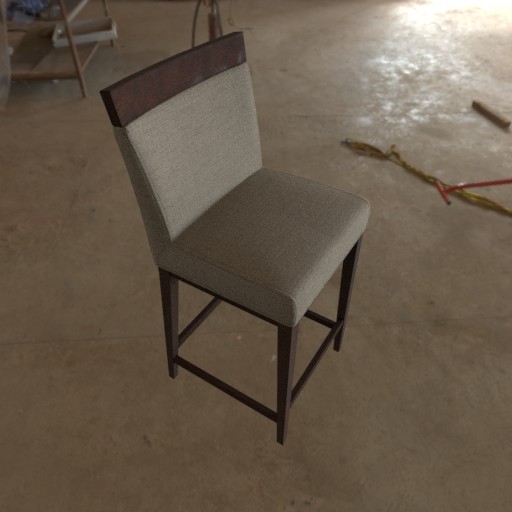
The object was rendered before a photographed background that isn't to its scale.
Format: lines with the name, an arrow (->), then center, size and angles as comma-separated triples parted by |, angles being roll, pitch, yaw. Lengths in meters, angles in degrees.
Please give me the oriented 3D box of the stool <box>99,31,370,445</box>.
stool -> 0.000, 0.000, 1.379 | 0.531, 1.117, 0.511 | 23, 47, 23
